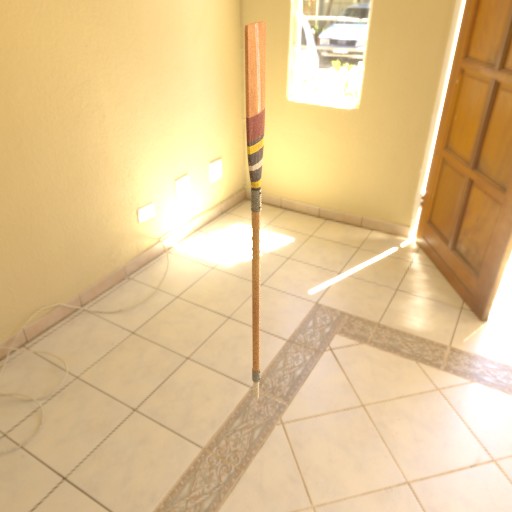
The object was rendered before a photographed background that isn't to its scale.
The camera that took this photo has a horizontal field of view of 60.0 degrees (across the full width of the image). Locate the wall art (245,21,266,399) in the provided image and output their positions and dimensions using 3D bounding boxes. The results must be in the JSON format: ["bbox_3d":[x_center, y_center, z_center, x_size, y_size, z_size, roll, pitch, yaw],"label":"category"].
[{"bbox_3d":[0.000,0.000,1.667,0.038,1.556,0.146,11,33,18],"label":"wall art"}]
